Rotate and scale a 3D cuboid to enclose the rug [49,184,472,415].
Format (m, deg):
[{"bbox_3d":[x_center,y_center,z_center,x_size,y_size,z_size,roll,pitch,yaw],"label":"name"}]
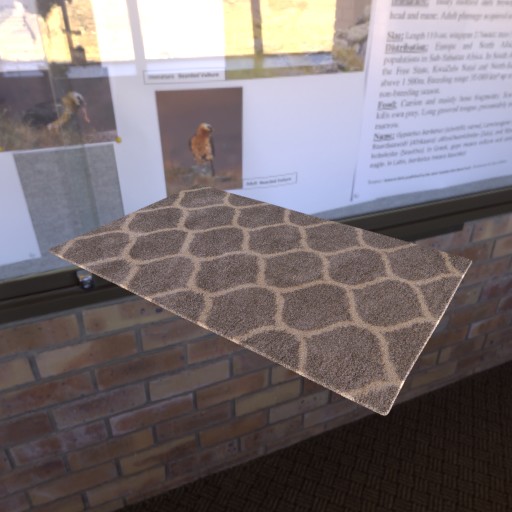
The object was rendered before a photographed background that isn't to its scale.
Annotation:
[{"bbox_3d":[0.000,0.000,2.901,2.348,0.025,1.501,20,35,30],"label":"rug"}]
